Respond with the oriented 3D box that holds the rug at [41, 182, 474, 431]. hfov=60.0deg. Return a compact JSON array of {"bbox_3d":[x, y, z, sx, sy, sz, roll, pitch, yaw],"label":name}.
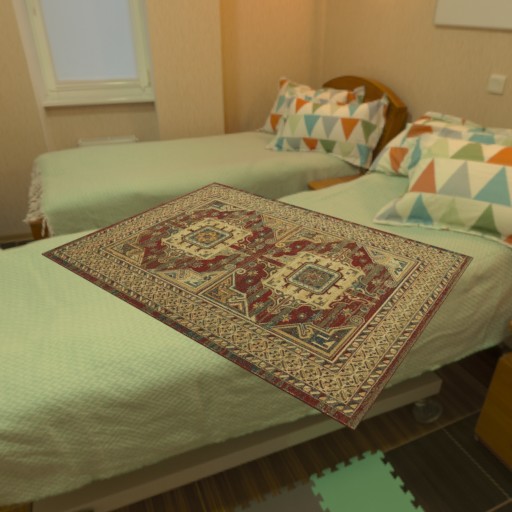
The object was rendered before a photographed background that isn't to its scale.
[{"bbox_3d":[0.000,0.000,4.087,3.197,0.013,2.381,21,36,32],"label":"rug"}]
